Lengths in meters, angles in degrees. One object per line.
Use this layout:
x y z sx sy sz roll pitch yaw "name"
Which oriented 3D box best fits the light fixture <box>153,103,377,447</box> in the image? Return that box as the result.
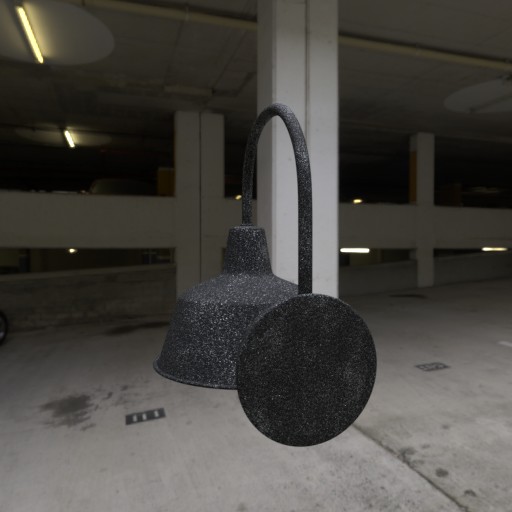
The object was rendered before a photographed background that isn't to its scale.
0.000 0.000 0.487 0.216 0.300 0.283 0 1 -18 "light fixture"
